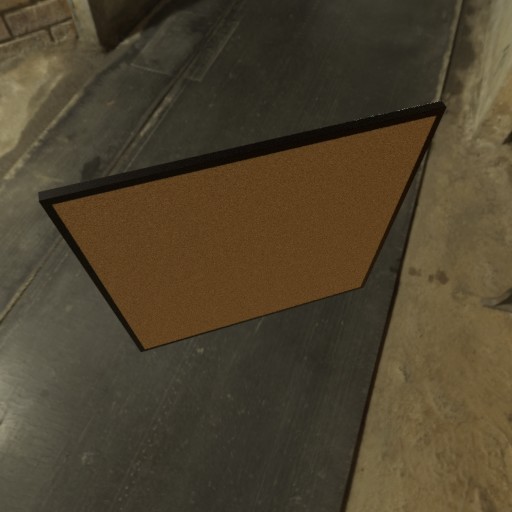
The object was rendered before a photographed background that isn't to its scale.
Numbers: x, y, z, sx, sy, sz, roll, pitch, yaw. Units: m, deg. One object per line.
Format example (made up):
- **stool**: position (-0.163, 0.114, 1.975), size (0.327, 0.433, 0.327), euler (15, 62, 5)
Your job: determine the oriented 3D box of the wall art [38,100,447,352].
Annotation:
- **wall art**: position (0.000, 0.000, 0.674), size (0.457, 0.458, 0.012), euler (-15, 60, -9)
